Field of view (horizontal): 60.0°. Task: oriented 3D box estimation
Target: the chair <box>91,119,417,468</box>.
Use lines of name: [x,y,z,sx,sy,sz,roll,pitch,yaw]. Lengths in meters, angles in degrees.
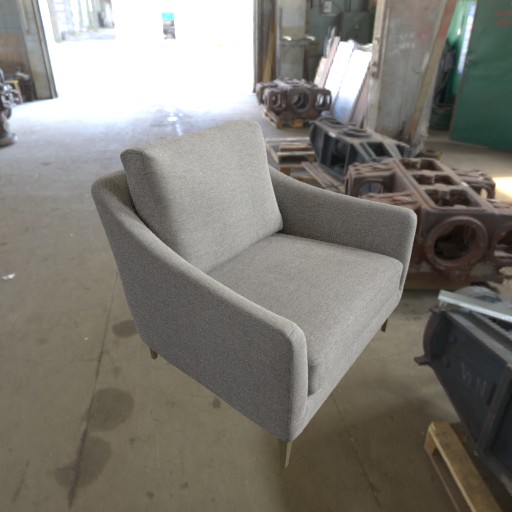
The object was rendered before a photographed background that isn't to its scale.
chair: [0.000,0.000,1.746,0.961,0.902,0.986,19,33,31]
